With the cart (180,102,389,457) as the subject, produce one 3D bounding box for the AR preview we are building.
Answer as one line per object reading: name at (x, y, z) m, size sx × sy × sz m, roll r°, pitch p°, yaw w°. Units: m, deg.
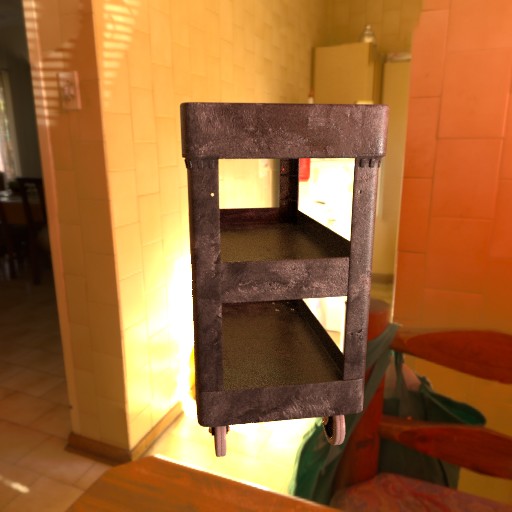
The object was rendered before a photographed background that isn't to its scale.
cart at (0.000, 0.000, 1.363) m, size 0.420 × 0.824 × 0.877 m, roll -2°, pitch 15°, yaw -8°
